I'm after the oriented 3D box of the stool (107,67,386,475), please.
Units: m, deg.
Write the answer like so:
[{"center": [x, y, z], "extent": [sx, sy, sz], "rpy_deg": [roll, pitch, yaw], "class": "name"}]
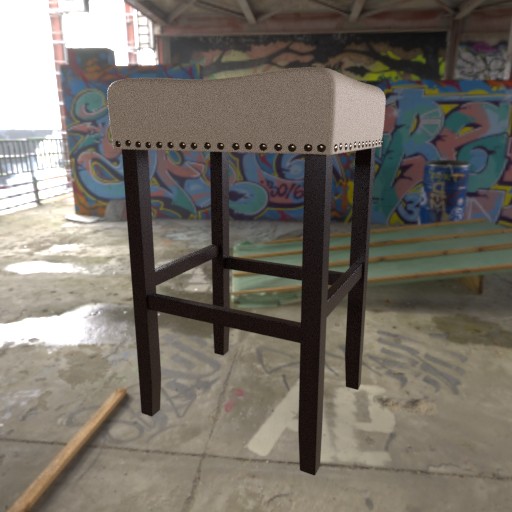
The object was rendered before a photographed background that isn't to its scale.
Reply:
[{"center": [0.000, 0.000, 1.038], "extent": [0.471, 0.762, 0.401], "rpy_deg": [8, 18, 26], "class": "stool"}]
